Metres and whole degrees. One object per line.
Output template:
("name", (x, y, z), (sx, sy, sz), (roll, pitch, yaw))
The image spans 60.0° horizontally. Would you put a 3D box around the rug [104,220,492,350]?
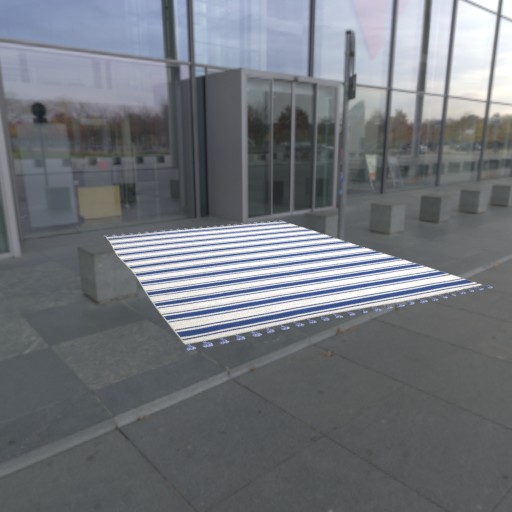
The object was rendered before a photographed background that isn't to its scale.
("rug", (0.000, 0.000, 4.400), (2.471, 0.016, 3.416), (-7, 16, -25))
